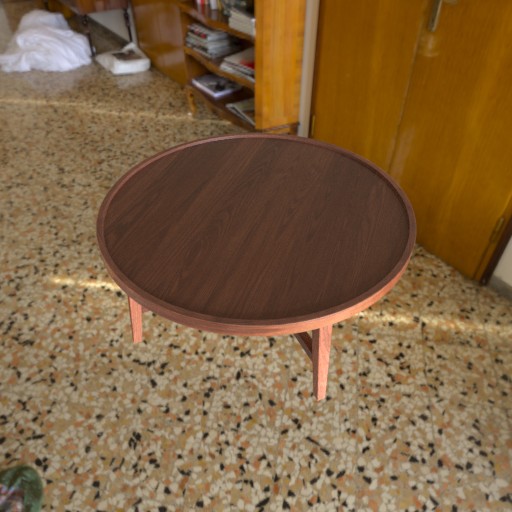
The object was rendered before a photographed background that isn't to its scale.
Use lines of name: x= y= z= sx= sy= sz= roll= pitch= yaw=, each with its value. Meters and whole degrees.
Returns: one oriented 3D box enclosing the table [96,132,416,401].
table: x=0.000 y=0.000 z=1.264 sx=0.800 sy=0.360 sz=0.800 roll=0 pitch=42 yaw=0
